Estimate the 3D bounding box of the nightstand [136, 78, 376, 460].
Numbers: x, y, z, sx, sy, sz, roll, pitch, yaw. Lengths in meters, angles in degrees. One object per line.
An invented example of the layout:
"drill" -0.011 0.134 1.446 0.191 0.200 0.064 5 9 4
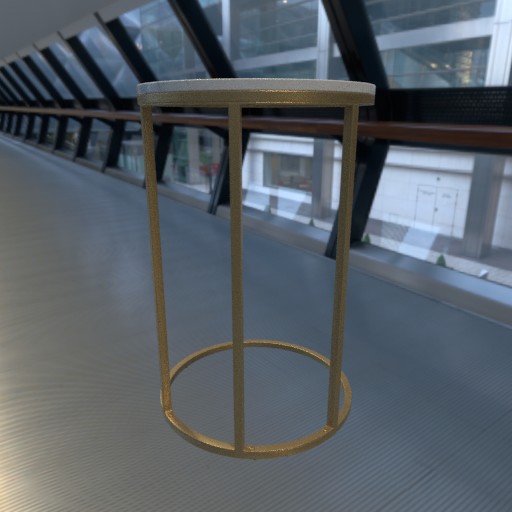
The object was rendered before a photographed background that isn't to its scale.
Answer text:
"nightstand" 0.000 0.000 0.857 0.400 0.610 0.400 3 18 8
